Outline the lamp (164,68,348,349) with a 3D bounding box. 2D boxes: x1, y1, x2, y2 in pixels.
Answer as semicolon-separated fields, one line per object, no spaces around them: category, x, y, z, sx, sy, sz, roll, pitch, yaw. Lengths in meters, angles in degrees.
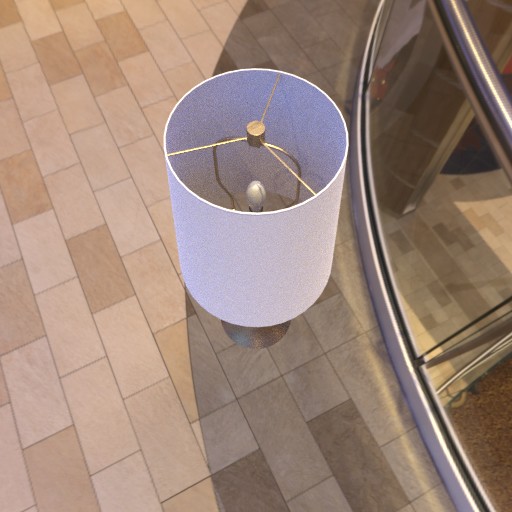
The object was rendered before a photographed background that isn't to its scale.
lamp;0.000;0.000;0.681;0.231;0.569;0.231;0;64;0
